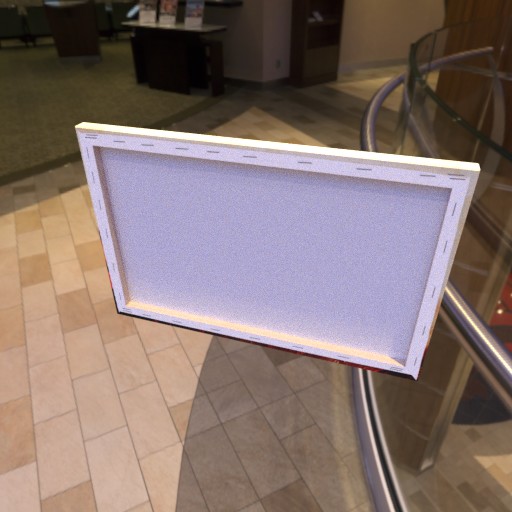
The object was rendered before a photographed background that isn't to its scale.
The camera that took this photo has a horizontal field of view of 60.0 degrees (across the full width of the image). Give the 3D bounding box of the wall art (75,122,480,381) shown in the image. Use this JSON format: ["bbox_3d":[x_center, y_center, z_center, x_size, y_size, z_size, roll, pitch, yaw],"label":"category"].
[{"bbox_3d":[0.000,0.000,1.148,0.918,0.602,0.038,10,35,14],"label":"wall art"}]
